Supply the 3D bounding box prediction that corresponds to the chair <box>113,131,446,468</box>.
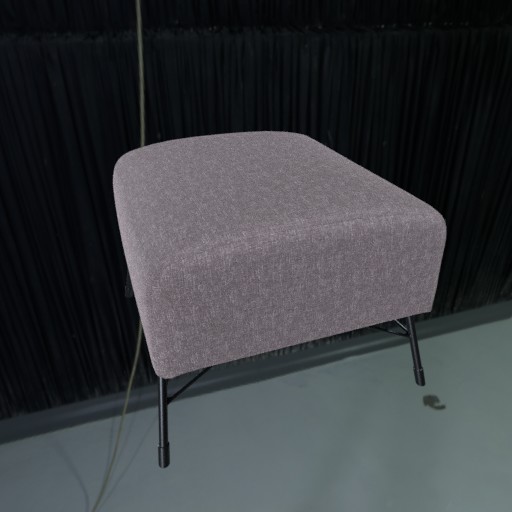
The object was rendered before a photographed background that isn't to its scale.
[{"bbox_3d":[0.000,0.000,0.913,0.530,0.410,0.530,-10,32,-17],"label":"chair"}]
